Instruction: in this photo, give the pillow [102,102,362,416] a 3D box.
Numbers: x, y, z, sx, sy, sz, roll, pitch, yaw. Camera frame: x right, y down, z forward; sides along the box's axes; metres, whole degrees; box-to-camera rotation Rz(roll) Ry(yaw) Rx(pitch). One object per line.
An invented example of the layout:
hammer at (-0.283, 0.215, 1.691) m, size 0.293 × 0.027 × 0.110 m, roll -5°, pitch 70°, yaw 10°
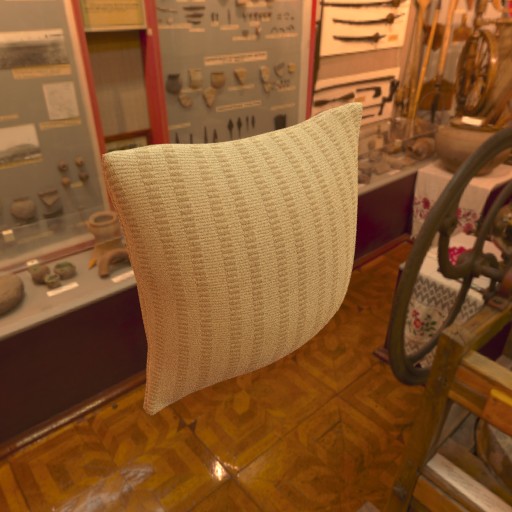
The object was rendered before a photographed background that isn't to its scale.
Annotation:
pillow at (0.000, 0.000, 0.702) m, size 0.438 × 0.419 × 0.247 m, roll -22°, pitch 37°, yaw -33°
